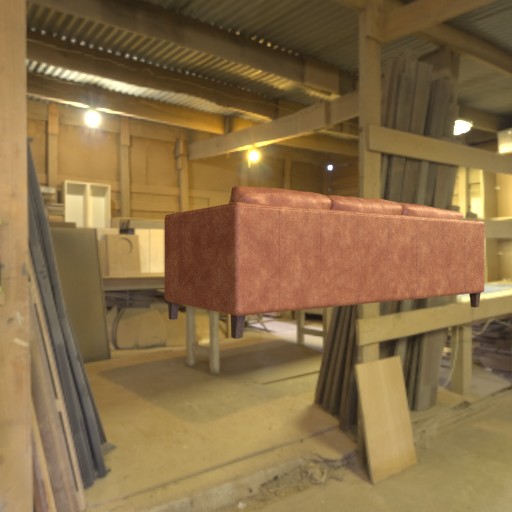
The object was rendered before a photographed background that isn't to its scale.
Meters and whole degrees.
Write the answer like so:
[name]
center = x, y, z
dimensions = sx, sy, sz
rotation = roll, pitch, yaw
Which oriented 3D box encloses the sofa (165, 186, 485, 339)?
[sofa]
center = 0.000, 0.000, 4.236
dimensions = 2.438, 0.838, 3.167
rotation = 0, 0, -35
